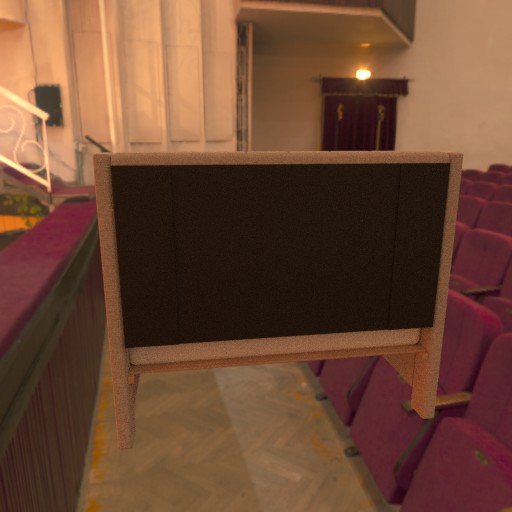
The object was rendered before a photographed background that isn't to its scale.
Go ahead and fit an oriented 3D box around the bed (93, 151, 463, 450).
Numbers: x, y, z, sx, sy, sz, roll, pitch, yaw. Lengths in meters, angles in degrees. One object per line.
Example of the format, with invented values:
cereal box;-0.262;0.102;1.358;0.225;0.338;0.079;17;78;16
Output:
bed;0.000;0.000;3.699;2.045;1.743;2.370;-2;15;-9
